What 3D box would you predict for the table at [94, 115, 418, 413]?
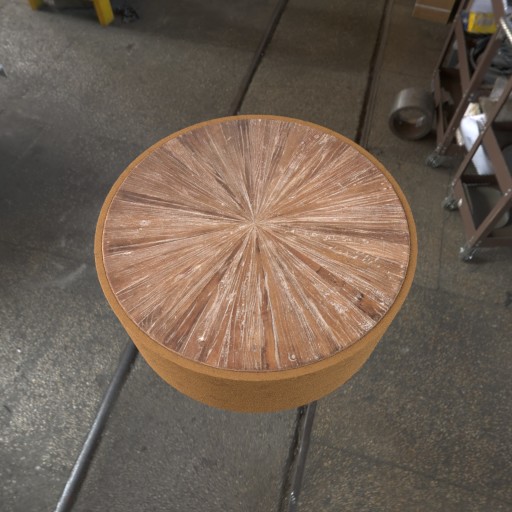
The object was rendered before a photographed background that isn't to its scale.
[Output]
[{"bbox_3d":[0.000,0.000,1.566,1.001,0.409,1.001,0,58,0],"label":"table"}]
